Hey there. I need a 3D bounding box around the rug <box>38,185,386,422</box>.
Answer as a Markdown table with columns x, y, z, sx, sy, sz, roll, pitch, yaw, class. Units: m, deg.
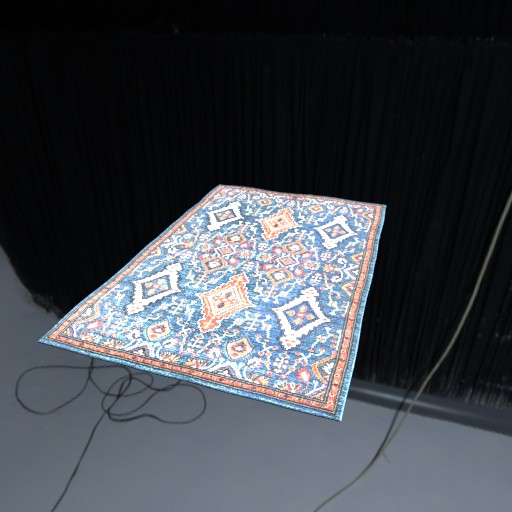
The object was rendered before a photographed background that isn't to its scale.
| x | y | z | sx | sy | sz | roll | pitch | yaw | class |
| --- | --- | --- | --- | --- | --- | --- | --- | --- | --- |
| 0.000 | 0.000 | 2.319 | 1.195 | 0.014 | 1.847 | 9 | 31 | 16 | rug |
